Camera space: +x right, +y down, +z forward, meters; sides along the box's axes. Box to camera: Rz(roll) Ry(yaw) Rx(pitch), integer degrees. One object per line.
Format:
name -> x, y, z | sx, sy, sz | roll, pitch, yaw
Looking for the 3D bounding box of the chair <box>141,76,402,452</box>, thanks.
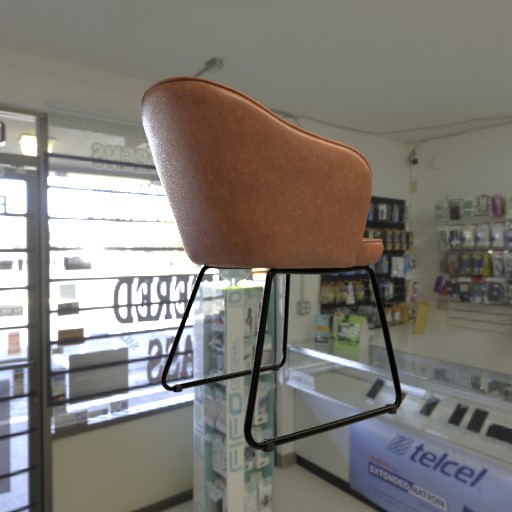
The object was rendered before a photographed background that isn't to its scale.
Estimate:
chair -> 0.000, 0.000, 1.174 | 0.580, 0.785, 0.582 | 0, 1, -35
